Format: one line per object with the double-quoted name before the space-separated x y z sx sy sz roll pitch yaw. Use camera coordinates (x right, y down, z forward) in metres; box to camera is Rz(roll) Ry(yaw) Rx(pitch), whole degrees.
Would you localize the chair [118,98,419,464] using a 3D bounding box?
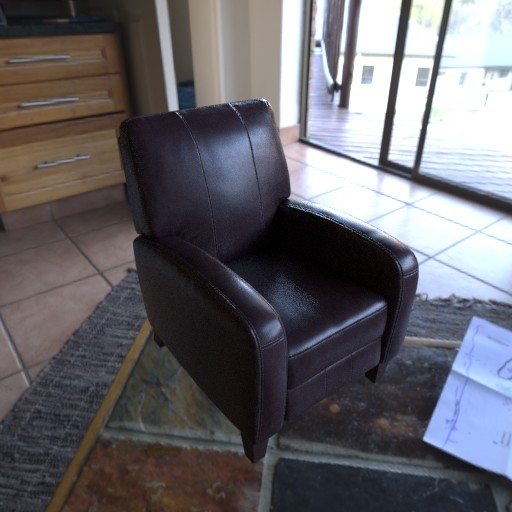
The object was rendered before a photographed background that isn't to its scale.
"chair" 0.000 0.000 1.701 0.762 0.990 0.990 -20 36 -31
